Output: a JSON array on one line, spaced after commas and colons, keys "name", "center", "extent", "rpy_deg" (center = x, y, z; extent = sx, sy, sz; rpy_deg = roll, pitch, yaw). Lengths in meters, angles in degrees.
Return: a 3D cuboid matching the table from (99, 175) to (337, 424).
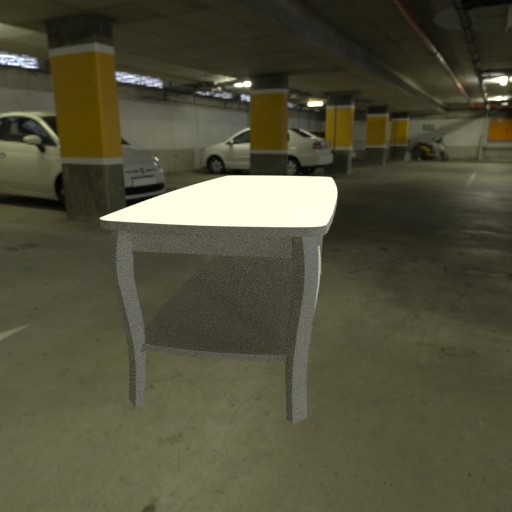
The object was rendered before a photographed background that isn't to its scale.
[{"name": "table", "center": [0.000, 0.000, 1.611], "extent": [0.561, 0.474, 1.334], "rpy_deg": [3, 15, 9]}]
